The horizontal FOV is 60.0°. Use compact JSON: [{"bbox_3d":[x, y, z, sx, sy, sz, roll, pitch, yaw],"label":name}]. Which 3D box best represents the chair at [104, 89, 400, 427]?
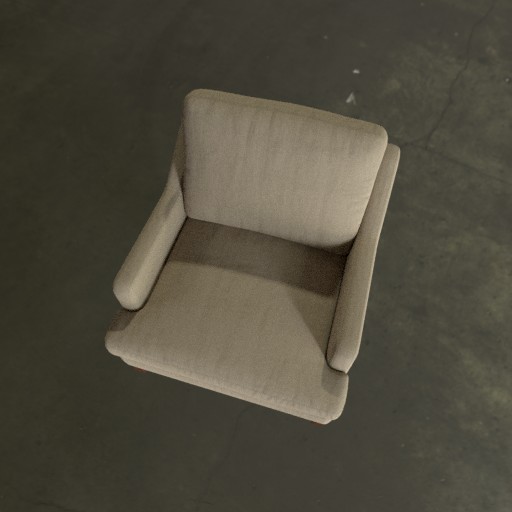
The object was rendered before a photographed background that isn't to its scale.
[{"bbox_3d":[0.000,0.000,1.756,0.912,0.916,1.001,14,60,8],"label":"chair"}]
